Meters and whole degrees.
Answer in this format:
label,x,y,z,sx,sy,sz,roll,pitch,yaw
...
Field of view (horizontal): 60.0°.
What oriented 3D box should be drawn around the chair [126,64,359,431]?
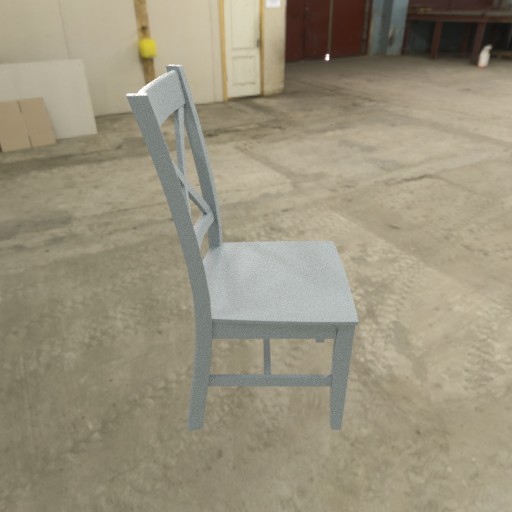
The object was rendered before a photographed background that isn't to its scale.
label,x,y,z,sx,sy,sz,roll,pitch,yaw
chair,0.000,0.000,1.301,0.542,0.983,0.485,0,30,0
